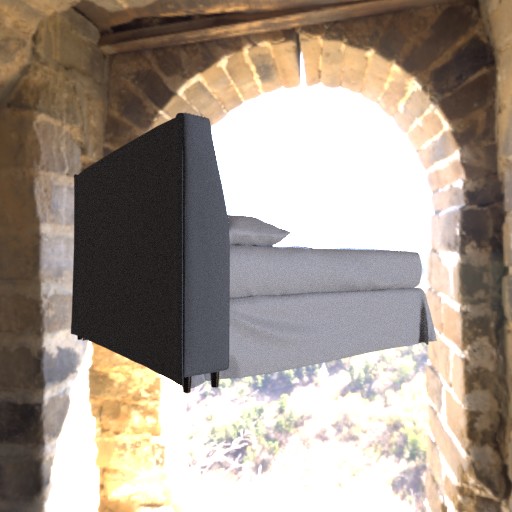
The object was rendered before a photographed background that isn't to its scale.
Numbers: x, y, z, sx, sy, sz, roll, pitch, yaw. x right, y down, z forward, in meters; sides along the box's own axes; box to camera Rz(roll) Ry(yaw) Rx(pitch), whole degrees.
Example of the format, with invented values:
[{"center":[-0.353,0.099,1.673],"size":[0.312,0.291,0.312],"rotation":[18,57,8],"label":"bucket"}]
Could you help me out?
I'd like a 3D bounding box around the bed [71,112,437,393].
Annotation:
[{"center":[0.000,0.000,3.462],"size":[2.276,1.332,1.925],"rotation":[1,-1,-37],"label":"bed"}]
